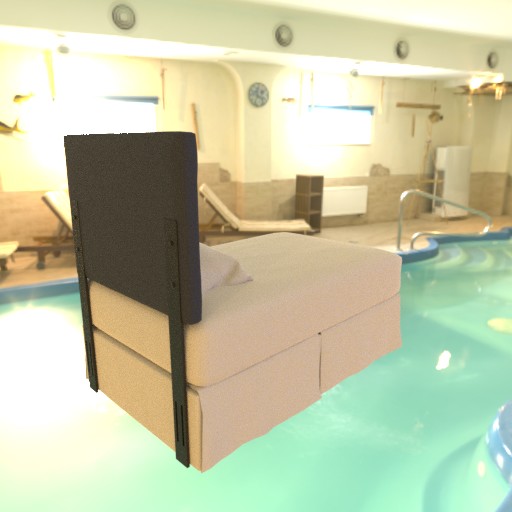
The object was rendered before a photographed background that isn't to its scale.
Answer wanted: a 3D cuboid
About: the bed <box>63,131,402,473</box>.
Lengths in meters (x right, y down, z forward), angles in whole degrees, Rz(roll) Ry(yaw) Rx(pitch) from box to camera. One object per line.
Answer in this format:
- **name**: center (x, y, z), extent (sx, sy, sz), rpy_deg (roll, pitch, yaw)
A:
- **bed**: center (0.000, 0.000, 2.972), extent (1.261, 1.571, 1.997), rpy_deg (14, 20, 43)
